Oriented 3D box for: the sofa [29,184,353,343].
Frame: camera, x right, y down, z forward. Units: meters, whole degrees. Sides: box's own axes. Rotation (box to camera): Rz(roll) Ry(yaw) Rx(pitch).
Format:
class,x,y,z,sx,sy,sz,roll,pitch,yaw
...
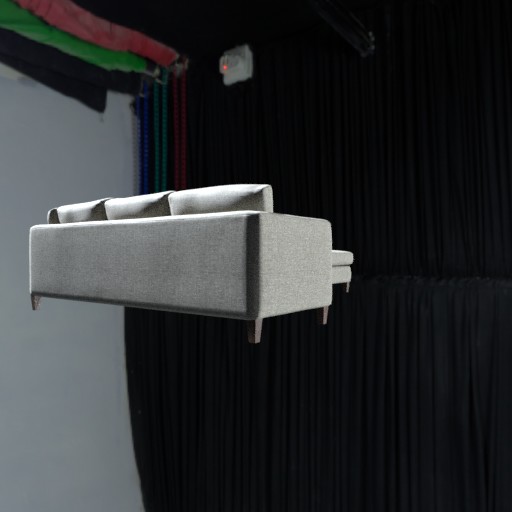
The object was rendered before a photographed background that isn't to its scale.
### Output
class,x,y,z,sx,sy,sz,roll,pitch,yaw
sofa,0.000,0.000,4.599,2.593,0.959,3.460,0,0,36
